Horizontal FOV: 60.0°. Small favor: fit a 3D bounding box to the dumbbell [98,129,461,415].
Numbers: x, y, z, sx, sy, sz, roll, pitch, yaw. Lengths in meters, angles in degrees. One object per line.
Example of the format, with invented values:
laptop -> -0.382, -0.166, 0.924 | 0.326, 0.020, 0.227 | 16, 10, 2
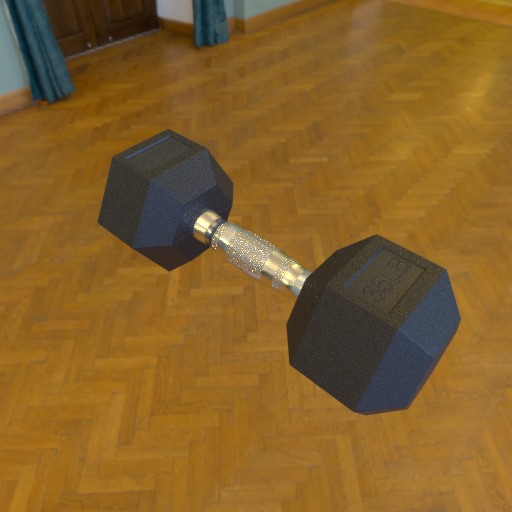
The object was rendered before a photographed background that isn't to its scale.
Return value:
dumbbell -> 0.000, 0.000, 0.418 | 0.356, 0.123, 0.141 | 32, 53, 28
